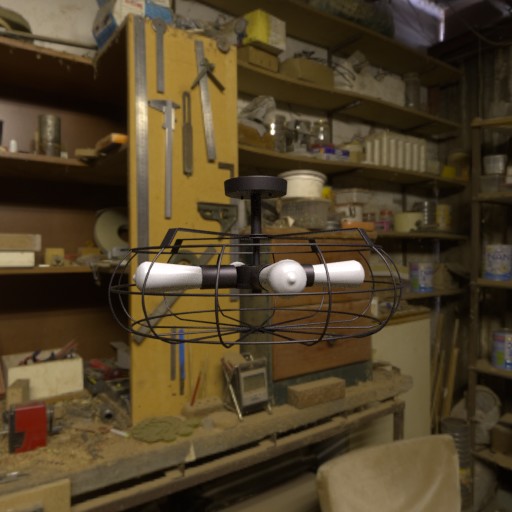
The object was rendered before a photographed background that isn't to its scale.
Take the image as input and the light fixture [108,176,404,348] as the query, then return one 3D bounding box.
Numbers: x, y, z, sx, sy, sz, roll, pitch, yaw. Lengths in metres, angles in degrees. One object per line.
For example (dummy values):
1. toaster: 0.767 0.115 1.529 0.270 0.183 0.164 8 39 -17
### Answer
1. light fixture: 0.000 0.000 0.920 0.582 0.311 0.582 0 0 0
